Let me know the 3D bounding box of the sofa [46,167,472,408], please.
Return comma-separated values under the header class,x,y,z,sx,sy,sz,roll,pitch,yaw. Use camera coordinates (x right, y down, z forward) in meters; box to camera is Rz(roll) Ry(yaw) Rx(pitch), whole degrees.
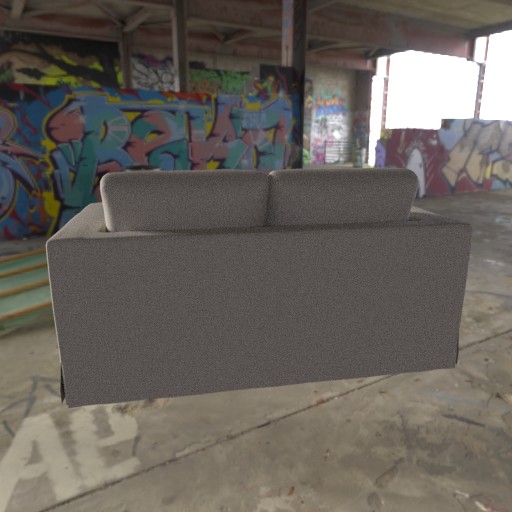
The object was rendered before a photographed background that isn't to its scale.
class,x,y,z,sx,sy,sz,roll,pitch,yaw
sofa,0.000,0.000,2.321,1.813,0.932,1.009,-3,15,-10
